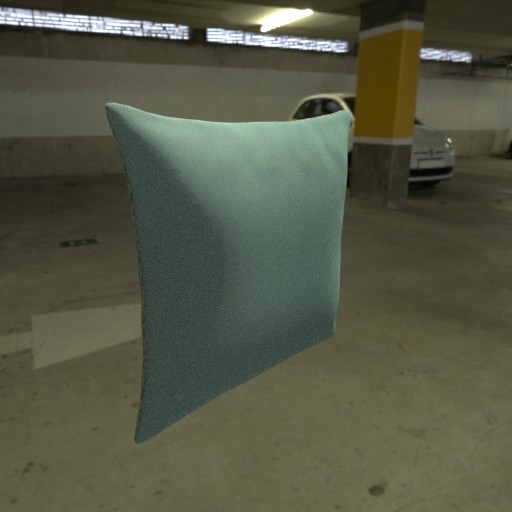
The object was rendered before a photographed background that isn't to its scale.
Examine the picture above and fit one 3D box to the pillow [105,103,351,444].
[{"bbox_3d":[0.000,0.000,0.794,0.526,0.507,0.166,-16,23,-42],"label":"pillow"}]
